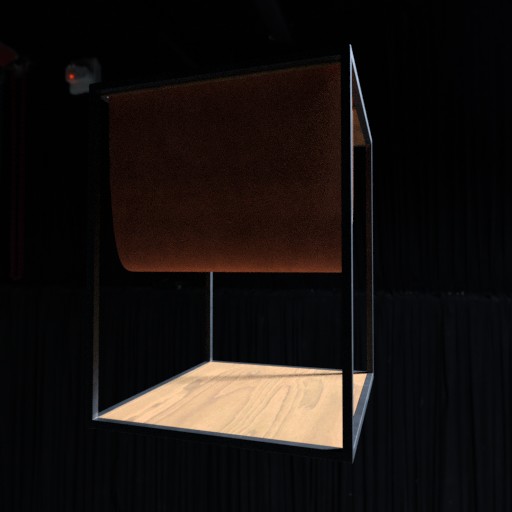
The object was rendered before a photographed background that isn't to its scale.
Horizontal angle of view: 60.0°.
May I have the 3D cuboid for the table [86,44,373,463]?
[{"bbox_3d":[0.000,0.000,0.833,0.399,0.536,0.450,0,-2,18],"label":"table"}]
